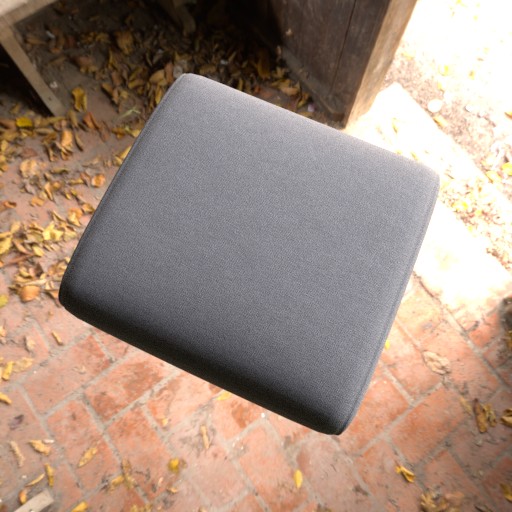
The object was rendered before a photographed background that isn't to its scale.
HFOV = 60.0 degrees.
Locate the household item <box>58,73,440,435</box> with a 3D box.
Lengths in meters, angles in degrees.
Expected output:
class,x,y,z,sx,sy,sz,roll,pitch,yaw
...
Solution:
class,x,y,z,sx,sy,sz,roll,pitch,yaw
household item,0.000,0.000,0.891,0.530,0.410,0.530,24,77,6
